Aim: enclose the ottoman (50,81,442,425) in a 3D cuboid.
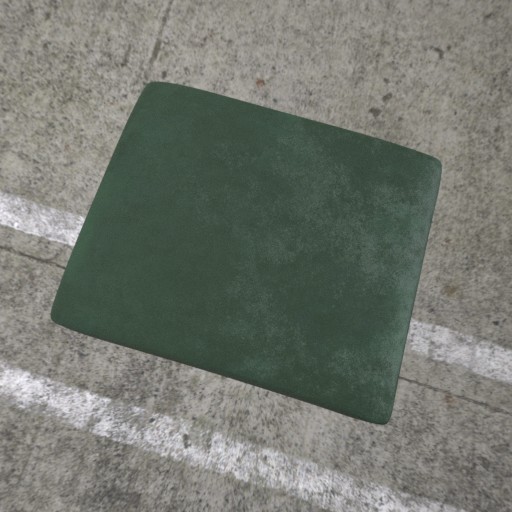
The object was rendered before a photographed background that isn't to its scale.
[{"bbox_3d":[0.000,0.000,1.296,0.839,0.538,0.701,16,76,4],"label":"ottoman"}]
